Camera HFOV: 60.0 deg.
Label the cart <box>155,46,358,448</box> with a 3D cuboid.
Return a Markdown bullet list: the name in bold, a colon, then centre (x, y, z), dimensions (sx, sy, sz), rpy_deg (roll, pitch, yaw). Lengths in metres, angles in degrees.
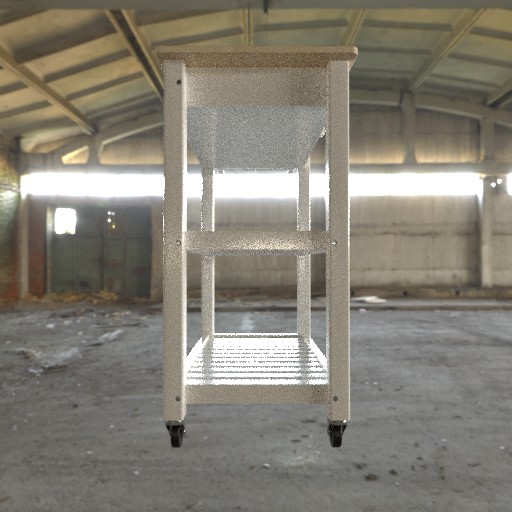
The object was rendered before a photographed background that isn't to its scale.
- **cart**: centre (0.000, 0.000, 1.433), dimensions (0.457, 0.927, 0.899), rpy_deg (0, -1, 0)
